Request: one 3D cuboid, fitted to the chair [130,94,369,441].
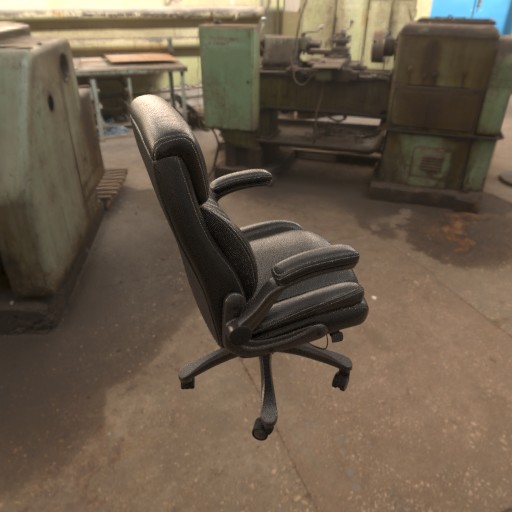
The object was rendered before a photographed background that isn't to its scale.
[{"bbox_3d":[0.000,0.000,1.622,0.724,1.110,0.782,-10,32,-17],"label":"chair"}]
